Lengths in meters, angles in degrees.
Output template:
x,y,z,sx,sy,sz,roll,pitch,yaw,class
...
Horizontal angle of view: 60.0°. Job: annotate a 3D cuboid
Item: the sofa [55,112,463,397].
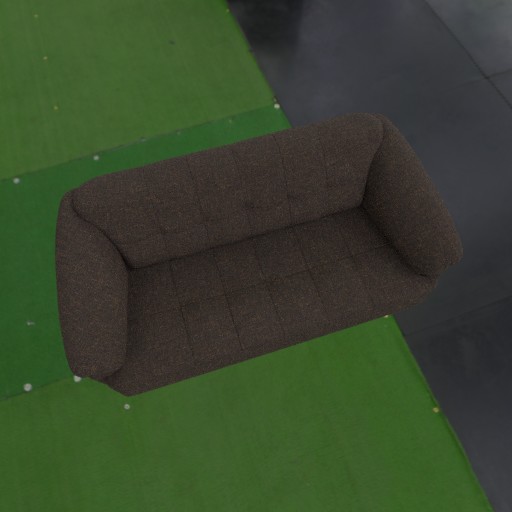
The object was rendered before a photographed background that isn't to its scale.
x,y,z,sx,sy,sz,roll,pitch,yaw,class
0.000,0.000,2.241,1.849,0.790,0.887,-16,66,-8,sofa
